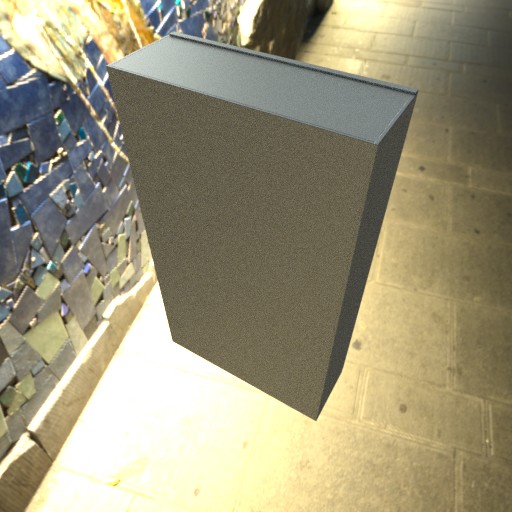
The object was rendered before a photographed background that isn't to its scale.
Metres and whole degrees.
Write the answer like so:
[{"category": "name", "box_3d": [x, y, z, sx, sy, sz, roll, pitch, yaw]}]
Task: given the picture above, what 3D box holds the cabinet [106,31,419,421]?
[{"category": "cabinet", "box_3d": [0.000, 0.000, 2.629, 1.250, 2.160, 0.480, 23, 50, 21]}]
